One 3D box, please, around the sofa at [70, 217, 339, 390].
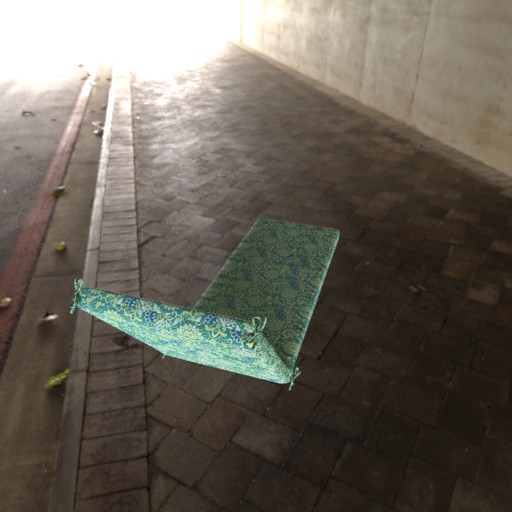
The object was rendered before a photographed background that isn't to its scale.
[{"bbox_3d":[0.000,0.000,1.933,0.582,0.622,1.663,10,33,16],"label":"sofa"}]
